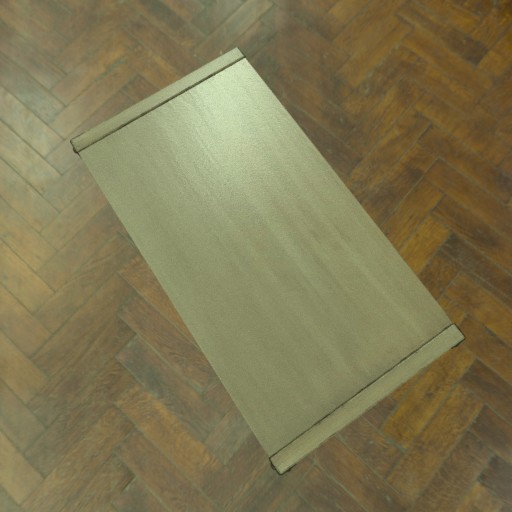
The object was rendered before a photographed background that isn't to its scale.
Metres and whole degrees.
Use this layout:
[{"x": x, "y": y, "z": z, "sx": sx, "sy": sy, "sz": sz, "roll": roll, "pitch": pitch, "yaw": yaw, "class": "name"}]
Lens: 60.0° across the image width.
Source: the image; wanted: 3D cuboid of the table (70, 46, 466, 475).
[{"x": 0.000, "y": 0.000, "z": 1.350, "sx": 0.559, "sy": 0.456, "sz": 1.016, "roll": -33, "pitch": 78, "yaw": -8, "class": "table"}]
